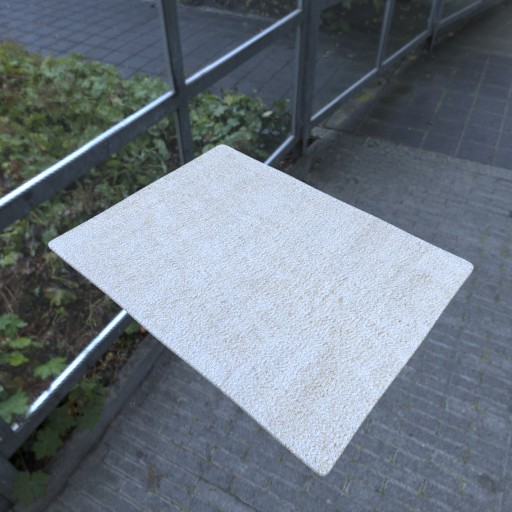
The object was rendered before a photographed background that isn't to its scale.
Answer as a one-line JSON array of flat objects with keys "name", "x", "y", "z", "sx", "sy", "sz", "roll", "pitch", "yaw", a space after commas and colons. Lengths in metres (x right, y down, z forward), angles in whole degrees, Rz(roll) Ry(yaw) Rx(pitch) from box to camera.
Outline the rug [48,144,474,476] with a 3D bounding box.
[{"name": "rug", "x": 0.000, "y": 0.000, "z": 2.063, "sx": 1.600, "sy": 0.027, "sz": 1.200, "roll": 32, "pitch": 53, "yaw": 28}]
